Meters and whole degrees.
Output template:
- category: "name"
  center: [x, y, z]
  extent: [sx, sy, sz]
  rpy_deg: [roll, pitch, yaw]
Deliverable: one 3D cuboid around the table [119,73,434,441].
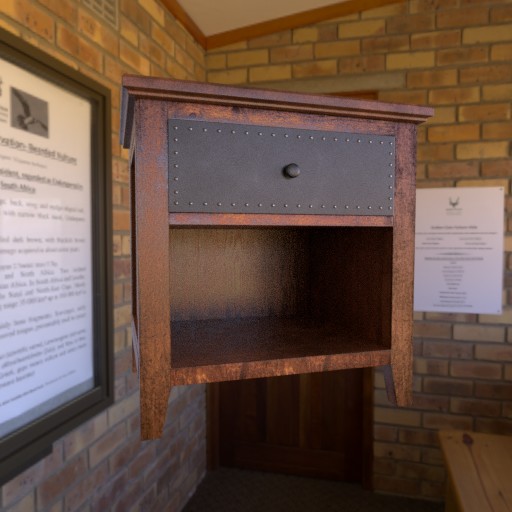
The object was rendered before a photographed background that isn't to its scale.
- category: "table"
  center: [0.000, 0.000, 1.007]
  extent: [0.586, 0.597, 0.461]
  rpy_deg: [-1, 3, -17]
